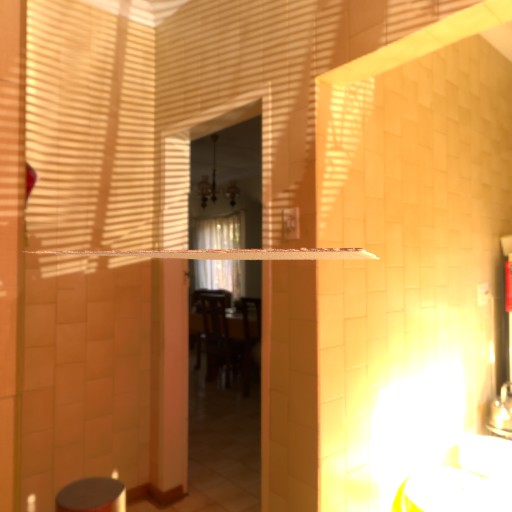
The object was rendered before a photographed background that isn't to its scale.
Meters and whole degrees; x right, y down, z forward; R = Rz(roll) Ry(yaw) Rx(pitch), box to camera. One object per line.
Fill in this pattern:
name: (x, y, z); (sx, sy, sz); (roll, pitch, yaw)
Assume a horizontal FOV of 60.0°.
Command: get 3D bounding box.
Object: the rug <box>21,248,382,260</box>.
rug: (0.000, 0.000, 3.068); (1.619, 0.023, 2.465); (0, -1, 17)
